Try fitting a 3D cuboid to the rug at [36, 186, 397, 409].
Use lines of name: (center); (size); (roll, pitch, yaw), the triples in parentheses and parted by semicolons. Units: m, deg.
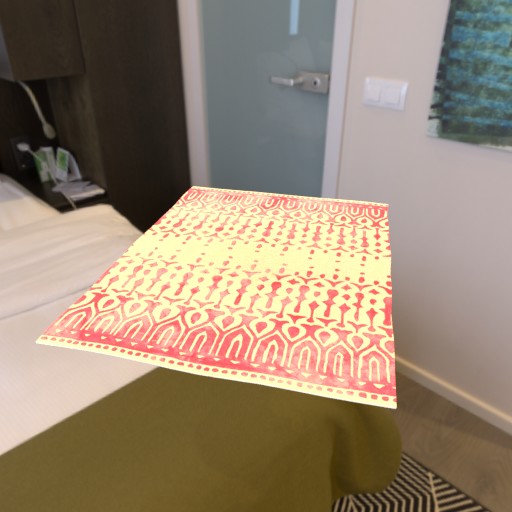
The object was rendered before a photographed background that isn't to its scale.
rug: (0.000, 0.000, 4.124); (2.441, 0.016, 3.095); (7, 31, 12)
